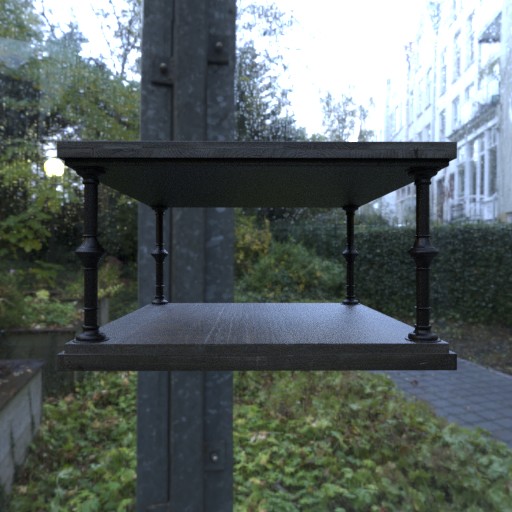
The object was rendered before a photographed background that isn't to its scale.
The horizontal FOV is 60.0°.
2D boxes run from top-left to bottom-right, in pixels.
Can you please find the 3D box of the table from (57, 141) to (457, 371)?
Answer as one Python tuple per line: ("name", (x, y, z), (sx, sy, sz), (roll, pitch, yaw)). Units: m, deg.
("table", (0.000, 0.000, 1.119), (0.696, 0.400, 0.696), (0, 0, 0))
